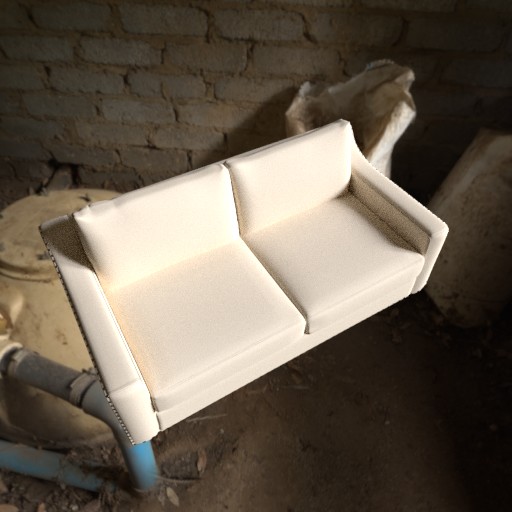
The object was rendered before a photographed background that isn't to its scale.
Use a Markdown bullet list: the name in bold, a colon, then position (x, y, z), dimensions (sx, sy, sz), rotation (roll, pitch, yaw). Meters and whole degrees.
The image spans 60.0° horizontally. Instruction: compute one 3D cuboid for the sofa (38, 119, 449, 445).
- **sofa**: position (0.000, 0.000, 2.299), dimensions (1.812, 0.830, 0.949), rotation (-24, 52, -20)
